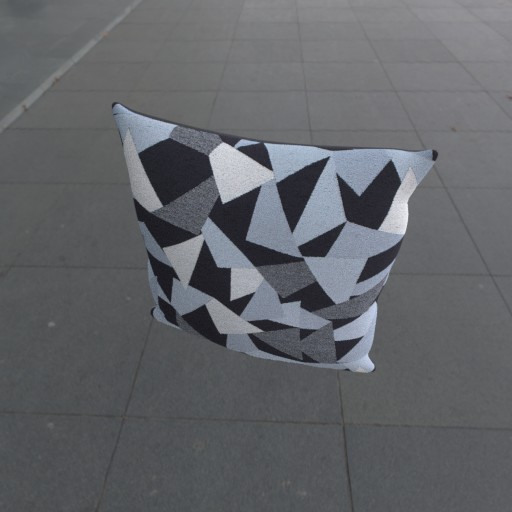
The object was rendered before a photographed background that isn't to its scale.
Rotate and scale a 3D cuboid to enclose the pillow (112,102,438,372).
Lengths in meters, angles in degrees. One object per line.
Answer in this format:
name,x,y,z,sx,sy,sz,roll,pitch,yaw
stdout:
pillow,0.000,0.000,0.790,0.503,0.496,0.208,12,42,13
